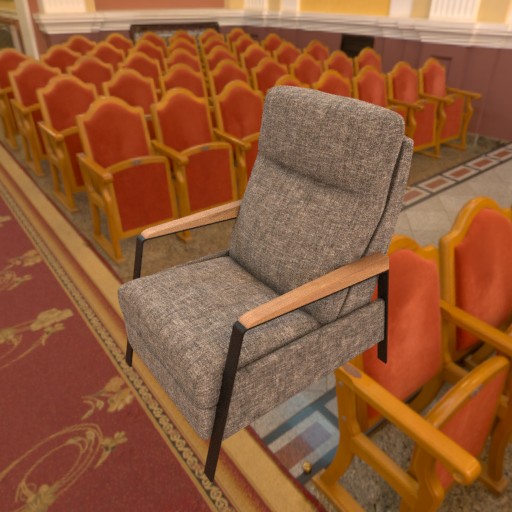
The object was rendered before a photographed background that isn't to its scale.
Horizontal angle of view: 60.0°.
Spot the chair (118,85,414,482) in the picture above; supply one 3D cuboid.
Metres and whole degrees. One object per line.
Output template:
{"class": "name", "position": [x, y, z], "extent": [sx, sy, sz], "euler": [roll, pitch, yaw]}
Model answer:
{"class": "chair", "position": [0.000, 0.000, 1.588], "extent": [0.868, 1.042, 0.671], "euler": [-22, 37, -31]}
